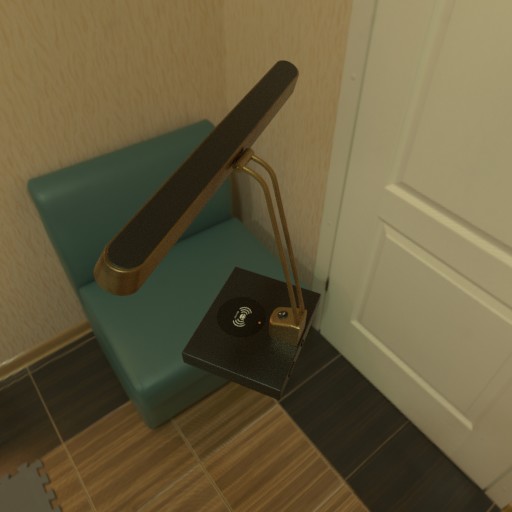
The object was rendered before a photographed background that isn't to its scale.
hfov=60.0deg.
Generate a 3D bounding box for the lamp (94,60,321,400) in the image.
[{"bbox_3d":[0.000,0.000,0.576,0.156,0.345,0.412,17,49,16],"label":"lamp"}]
